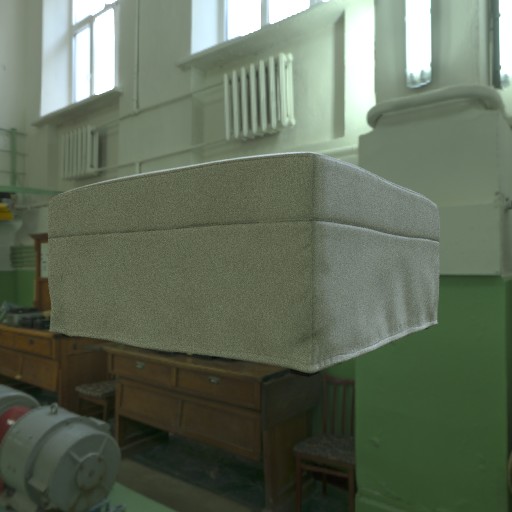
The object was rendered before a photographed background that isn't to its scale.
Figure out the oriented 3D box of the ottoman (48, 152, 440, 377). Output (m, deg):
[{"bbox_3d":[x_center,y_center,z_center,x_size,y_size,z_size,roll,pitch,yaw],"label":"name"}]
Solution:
[{"bbox_3d":[0.000,0.000,1.291,0.843,0.441,0.842,-1,-2,36],"label":"ottoman"}]
